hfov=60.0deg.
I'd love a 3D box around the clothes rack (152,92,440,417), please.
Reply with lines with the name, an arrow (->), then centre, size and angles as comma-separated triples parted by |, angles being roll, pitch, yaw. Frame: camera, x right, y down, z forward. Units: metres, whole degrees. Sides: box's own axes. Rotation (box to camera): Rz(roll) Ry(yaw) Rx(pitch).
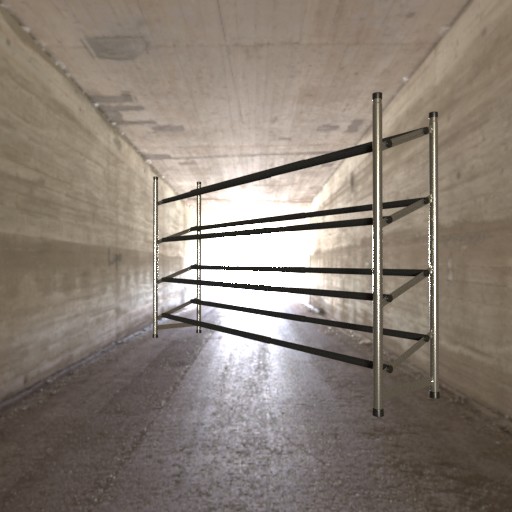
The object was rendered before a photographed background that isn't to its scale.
clothes rack -> 0.000, 0.000, 1.447 | 0.229, 0.672, 1.168 | 0, -1, -36
